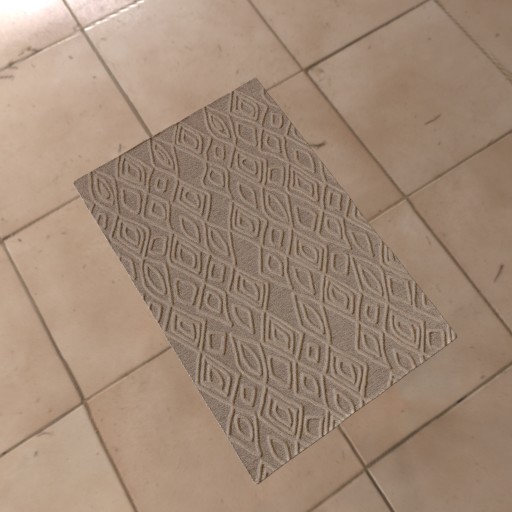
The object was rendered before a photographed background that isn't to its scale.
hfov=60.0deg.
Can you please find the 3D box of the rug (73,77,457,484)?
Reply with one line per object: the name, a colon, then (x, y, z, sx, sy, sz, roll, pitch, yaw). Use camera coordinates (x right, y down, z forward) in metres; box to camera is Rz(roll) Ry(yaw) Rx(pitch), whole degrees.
rug: (0.000, 0.000, 2.335, 1.224, 0.016, 1.832, -33, 77, -9)
